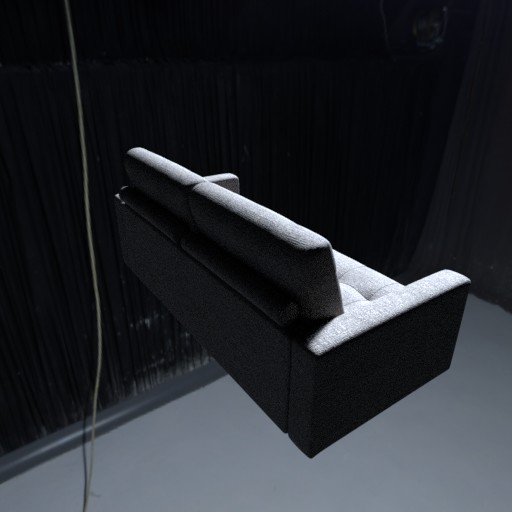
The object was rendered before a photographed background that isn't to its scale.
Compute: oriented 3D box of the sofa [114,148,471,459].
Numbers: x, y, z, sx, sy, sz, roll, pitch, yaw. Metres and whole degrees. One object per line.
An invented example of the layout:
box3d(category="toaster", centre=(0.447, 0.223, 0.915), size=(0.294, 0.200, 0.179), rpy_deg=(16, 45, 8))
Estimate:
box3d(category="sofa", centre=(0.000, 0.000, 2.274), size=(0.863, 0.902, 1.821), rpy_deg=(-17, 32, -31))
